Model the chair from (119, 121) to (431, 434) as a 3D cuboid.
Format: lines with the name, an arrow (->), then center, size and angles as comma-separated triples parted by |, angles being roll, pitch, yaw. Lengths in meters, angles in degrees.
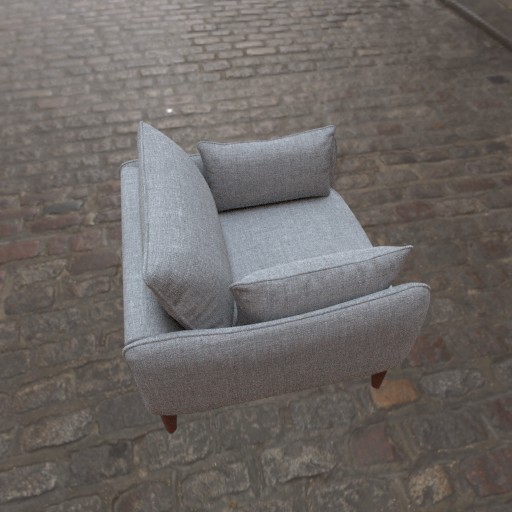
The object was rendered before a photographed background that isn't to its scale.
chair -> 0.000, 0.000, 1.733 | 0.976, 0.839, 0.993 | -9, 48, -9
